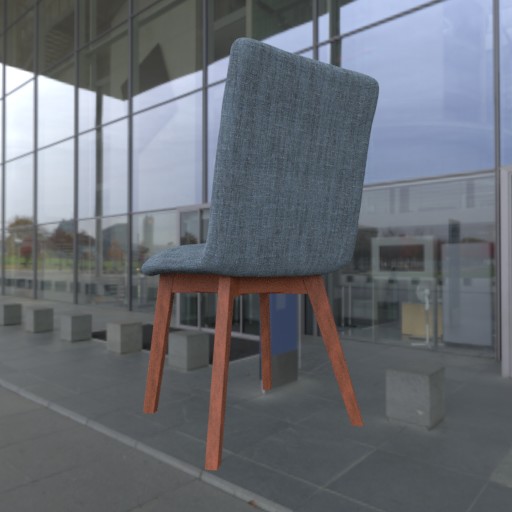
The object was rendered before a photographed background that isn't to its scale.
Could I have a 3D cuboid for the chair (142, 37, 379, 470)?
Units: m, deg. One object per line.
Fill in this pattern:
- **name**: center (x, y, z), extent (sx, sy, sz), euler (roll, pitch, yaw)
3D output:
- **chair**: center (0.000, 0.000, 1.298), extent (0.522, 0.974, 0.563), euler (0, -1, -34)
